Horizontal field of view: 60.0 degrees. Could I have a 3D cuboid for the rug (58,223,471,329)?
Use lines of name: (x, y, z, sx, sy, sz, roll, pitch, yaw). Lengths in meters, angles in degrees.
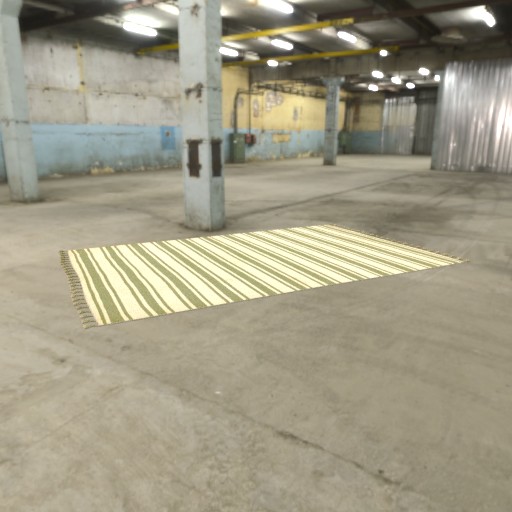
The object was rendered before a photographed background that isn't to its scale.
rug: (0.000, 0.000, 3.051, 2.435, 0.018, 1.540, -7, 16, -26)
